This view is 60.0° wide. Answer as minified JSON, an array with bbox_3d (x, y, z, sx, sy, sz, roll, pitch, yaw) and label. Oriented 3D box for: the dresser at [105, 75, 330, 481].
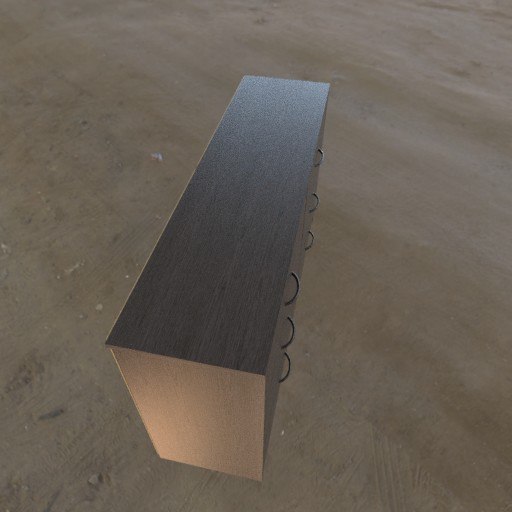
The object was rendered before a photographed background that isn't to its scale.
[{"bbox_3d":[0.000,0.000,1.686,0.401,0.755,1.360,9,47,8],"label":"dresser"}]
